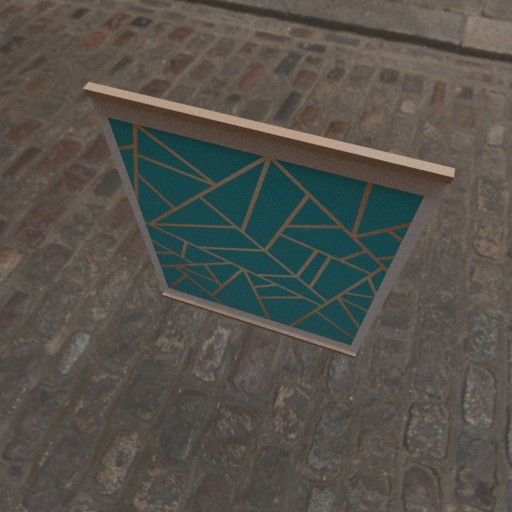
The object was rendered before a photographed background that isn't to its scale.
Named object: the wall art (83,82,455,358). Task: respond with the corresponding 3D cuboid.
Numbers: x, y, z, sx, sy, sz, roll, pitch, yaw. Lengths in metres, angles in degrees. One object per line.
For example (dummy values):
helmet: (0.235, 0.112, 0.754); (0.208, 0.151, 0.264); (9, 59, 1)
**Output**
wall art: (0.000, 0.000, 0.677); (0.405, 0.508, 0.012); (16, 59, 10)
